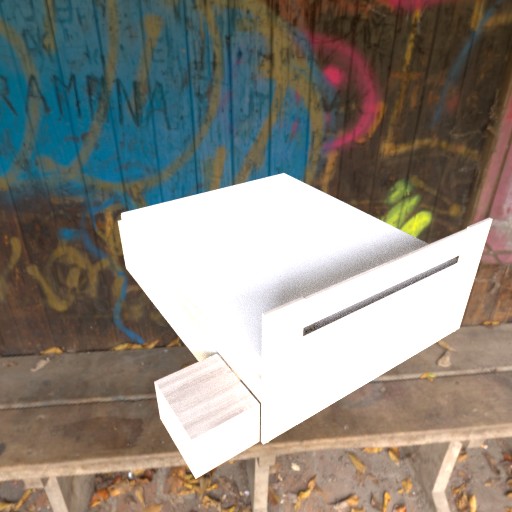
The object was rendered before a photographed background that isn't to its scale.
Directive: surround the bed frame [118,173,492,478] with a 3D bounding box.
[{"bbox_3d":[0.000,0.000,3.122,2.040,0.860,2.050,-19,36,-28],"label":"bed frame"}]
